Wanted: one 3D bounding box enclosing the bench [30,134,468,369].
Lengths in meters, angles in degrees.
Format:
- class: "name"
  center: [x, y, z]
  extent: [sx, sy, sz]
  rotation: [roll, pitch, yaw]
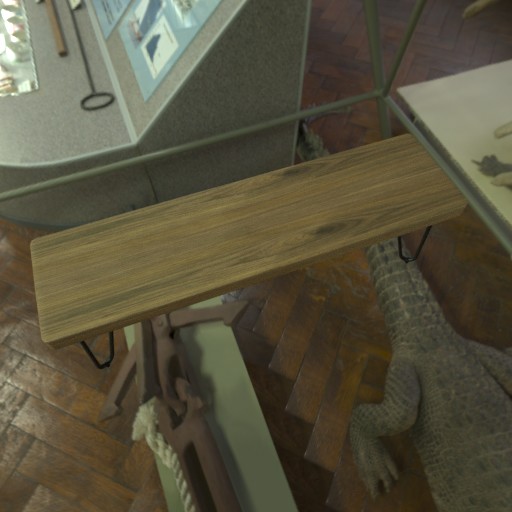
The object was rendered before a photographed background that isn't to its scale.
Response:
- class: "bench"
  center: [0.000, 0.000, 1.816]
  extent: [1.570, 0.462, 0.425]
  rotation: [-18, 58, -11]
